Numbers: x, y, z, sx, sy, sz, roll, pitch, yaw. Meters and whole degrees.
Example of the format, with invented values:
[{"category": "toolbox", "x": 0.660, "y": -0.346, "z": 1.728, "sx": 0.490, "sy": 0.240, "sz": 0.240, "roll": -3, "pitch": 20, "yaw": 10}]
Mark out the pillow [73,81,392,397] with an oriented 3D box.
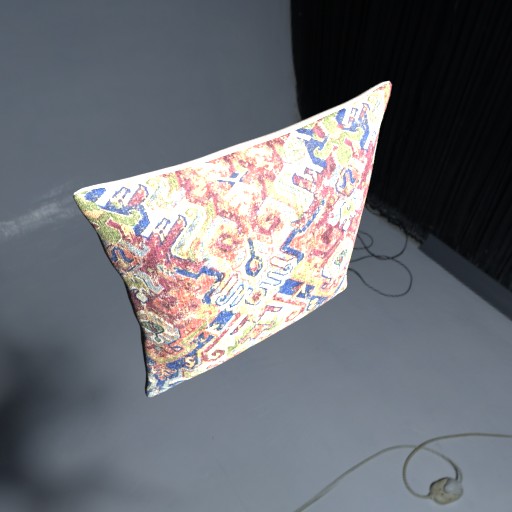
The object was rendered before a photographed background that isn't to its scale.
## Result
[{"category": "pillow", "x": 0.000, "y": 0.000, "z": 0.794, "sx": 0.523, "sy": 0.506, "sz": 0.166, "roll": -26, "pitch": 52, "yaw": -22}]
